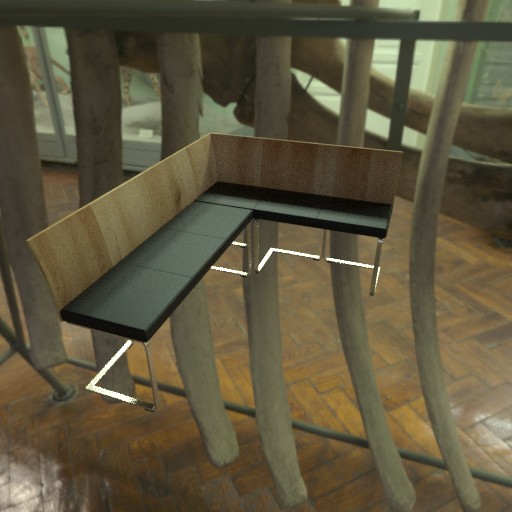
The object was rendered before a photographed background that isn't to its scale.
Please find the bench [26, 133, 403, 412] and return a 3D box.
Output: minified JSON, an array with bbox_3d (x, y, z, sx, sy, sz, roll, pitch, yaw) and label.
[{"bbox_3d":[0.000,0.000,2.787,1.495,0.930,1.945,10,32,17],"label":"bench"}]
